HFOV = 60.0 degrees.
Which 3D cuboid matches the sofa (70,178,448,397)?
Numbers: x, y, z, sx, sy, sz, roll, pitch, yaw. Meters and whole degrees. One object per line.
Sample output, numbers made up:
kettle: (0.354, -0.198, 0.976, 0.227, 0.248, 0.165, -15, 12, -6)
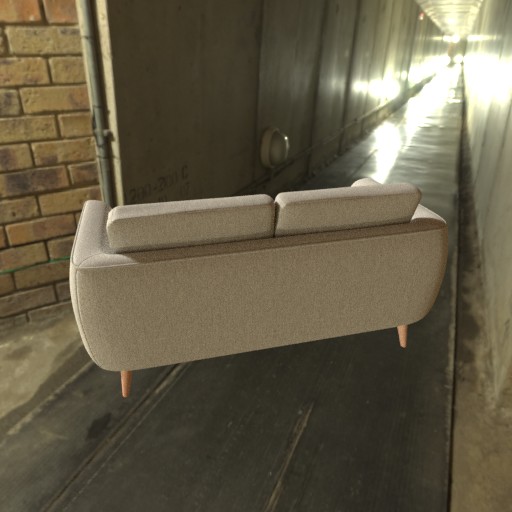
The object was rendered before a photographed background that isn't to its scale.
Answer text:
sofa: (0.000, 0.000, 2.271, 1.700, 0.850, 0.920, -7, 27, -13)
